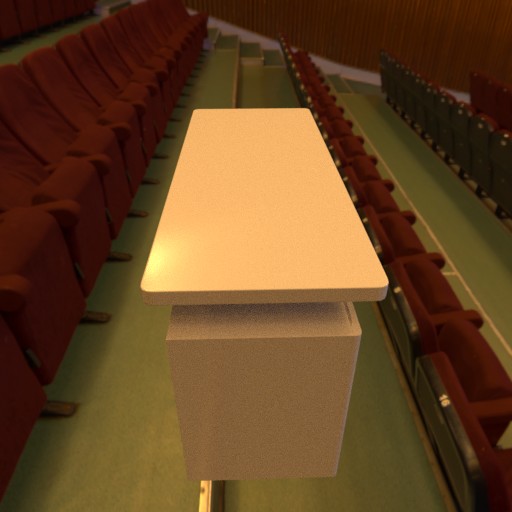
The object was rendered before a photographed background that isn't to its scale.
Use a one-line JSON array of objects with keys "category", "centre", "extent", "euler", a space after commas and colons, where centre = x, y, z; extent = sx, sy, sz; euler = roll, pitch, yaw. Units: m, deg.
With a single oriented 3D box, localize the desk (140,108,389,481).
[{"category": "desk", "centre": [0.000, 0.000, 1.752], "extent": [0.550, 0.762, 1.400], "euler": [-1, 34, -1]}]
